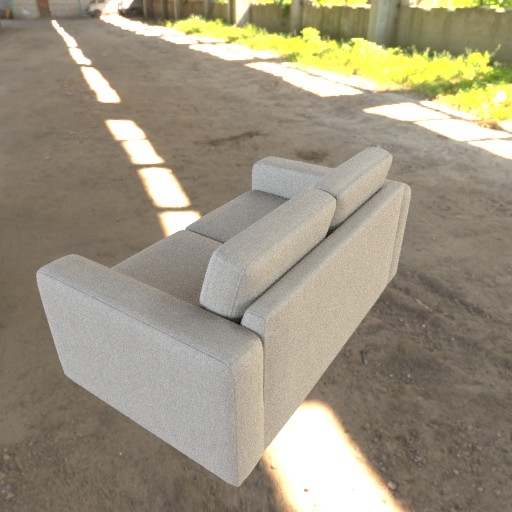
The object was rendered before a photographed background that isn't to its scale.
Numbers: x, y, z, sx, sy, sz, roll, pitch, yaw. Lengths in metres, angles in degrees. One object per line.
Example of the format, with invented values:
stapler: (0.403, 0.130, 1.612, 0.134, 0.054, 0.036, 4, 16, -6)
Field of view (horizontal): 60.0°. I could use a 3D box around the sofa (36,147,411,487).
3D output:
sofa: (0.000, 0.000, 1.974, 0.900, 0.800, 1.540, 19, 35, 29)
